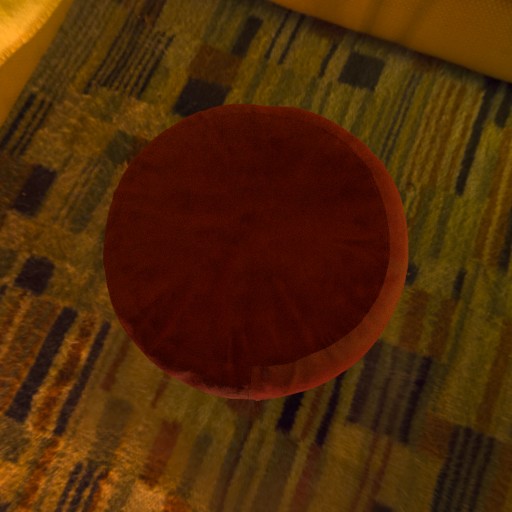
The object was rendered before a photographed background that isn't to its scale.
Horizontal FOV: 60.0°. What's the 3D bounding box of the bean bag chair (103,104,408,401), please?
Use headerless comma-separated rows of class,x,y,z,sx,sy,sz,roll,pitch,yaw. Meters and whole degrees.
bean bag chair,0.000,0.000,1.948,1.219,0.762,1.219,0,76,0
